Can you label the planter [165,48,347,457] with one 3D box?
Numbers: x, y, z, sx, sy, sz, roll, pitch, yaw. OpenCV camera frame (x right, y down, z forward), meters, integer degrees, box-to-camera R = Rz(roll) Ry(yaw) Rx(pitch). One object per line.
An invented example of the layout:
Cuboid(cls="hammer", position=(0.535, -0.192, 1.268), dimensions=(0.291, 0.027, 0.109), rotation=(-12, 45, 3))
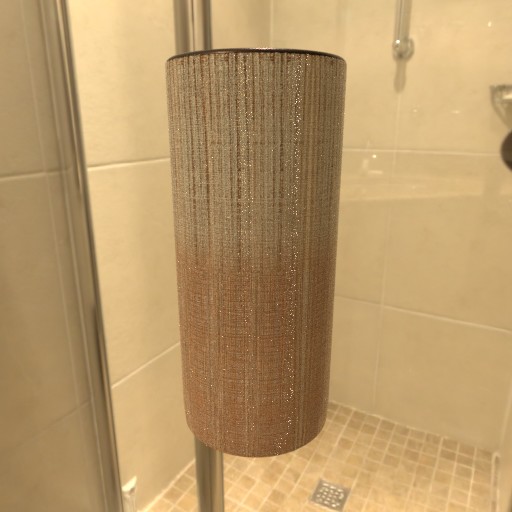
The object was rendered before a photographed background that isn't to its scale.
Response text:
Cuboid(cls="planter", position=(0.000, 0.000, 0.280), dimensions=(0.100, 0.227, 0.100), rotation=(-2, 17, -7))
